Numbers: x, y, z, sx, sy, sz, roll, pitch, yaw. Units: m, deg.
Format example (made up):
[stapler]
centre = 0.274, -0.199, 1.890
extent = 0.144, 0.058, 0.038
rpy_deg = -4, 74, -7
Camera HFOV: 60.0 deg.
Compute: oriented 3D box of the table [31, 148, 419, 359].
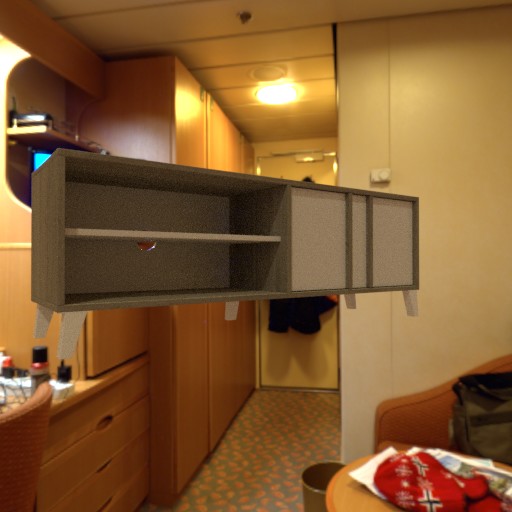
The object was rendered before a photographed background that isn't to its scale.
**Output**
[table]
centre = 0.000, 0.000, 1.705
extent = 1.500, 0.530, 0.400
rpy_deg = 0, -1, -35
